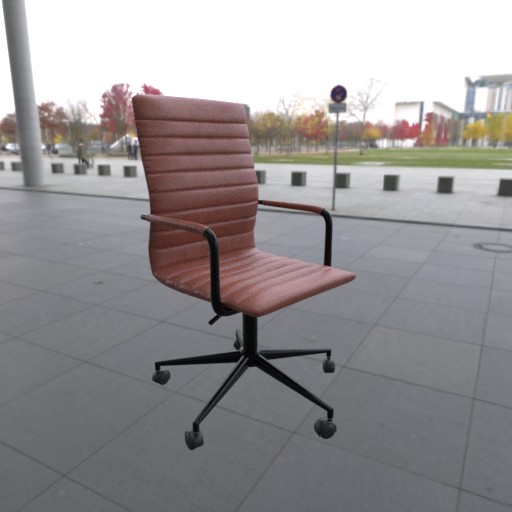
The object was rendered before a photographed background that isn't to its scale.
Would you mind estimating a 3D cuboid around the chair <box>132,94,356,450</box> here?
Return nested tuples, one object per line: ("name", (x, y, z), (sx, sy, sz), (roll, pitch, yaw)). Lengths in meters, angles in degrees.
("chair", (0.000, 0.000, 1.246), (0.578, 0.878, 0.600), (14, 20, 43))
